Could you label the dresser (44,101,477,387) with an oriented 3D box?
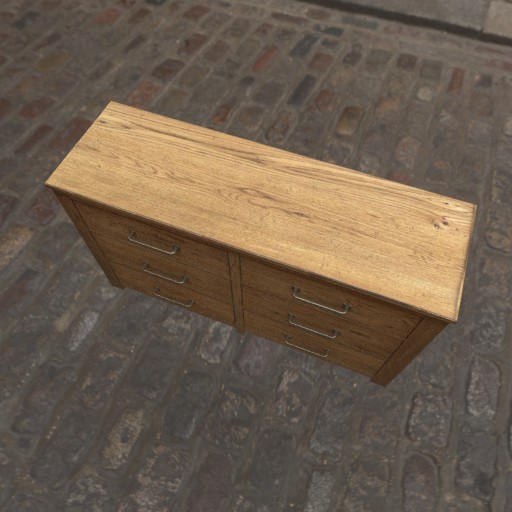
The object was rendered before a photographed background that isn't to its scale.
[{"bbox_3d":[0.000,0.000,2.166,1.657,0.932,0.563,19,61,11],"label":"dresser"}]
